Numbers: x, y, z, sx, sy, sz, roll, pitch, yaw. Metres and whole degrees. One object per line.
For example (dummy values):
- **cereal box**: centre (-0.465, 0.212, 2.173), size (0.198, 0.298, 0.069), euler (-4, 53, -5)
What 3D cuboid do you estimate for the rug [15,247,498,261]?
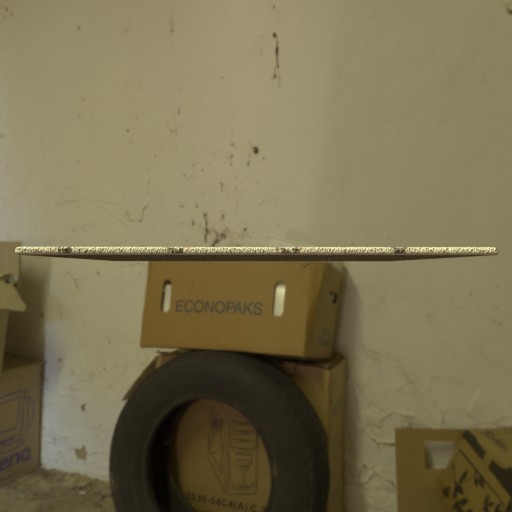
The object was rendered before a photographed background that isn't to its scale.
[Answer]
- **rug**: centre (0.000, 0.000, 2.225), size (1.778, 0.030, 1.219), euler (0, -2, -1)
